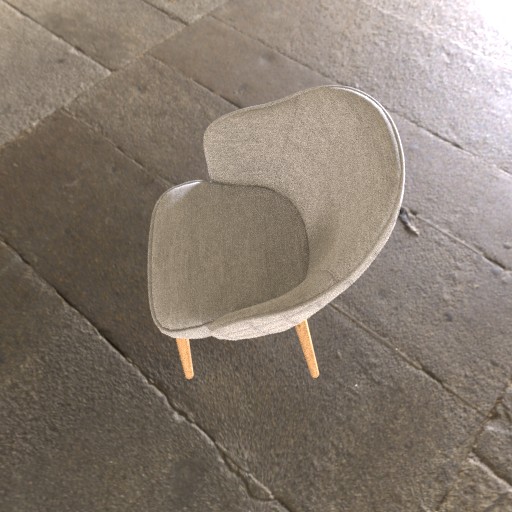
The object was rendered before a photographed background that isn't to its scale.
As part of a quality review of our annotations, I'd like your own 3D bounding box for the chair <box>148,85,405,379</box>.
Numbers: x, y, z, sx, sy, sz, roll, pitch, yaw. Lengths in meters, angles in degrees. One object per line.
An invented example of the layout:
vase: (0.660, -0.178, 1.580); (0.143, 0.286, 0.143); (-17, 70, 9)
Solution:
chair: (0.000, 0.000, 1.136); (0.530, 0.800, 0.540); (-4, 60, -2)
